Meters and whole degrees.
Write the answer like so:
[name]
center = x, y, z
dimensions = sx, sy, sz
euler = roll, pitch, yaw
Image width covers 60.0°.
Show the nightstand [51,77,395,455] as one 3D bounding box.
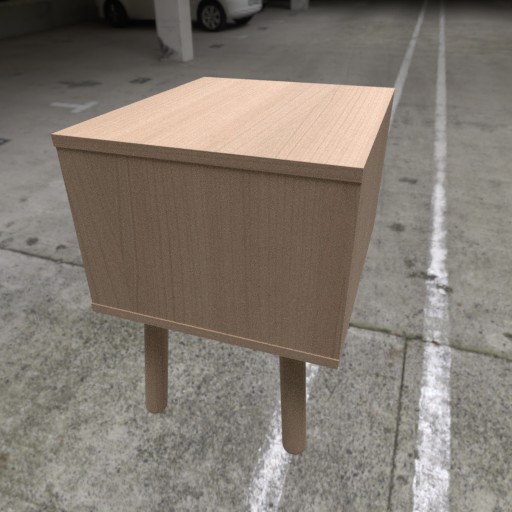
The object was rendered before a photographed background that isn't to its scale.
[nightstand]
center = 0.000, 0.000, 0.811
dimensions = 0.380, 0.530, 0.450
euler = 10, 32, 16
